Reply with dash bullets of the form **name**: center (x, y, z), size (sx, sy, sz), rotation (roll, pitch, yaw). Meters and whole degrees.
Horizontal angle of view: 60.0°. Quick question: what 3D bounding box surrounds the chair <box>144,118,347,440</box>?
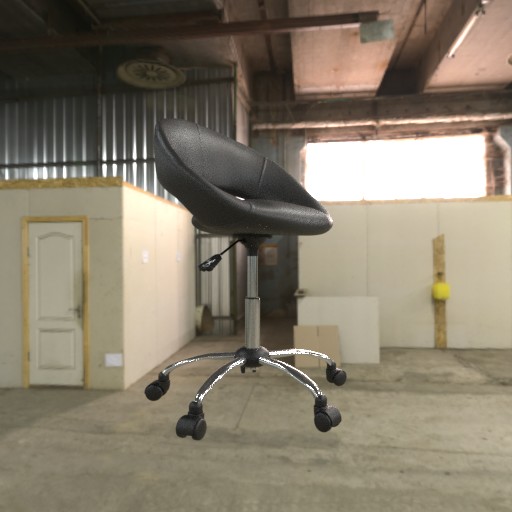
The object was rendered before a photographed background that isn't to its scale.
- **chair**: center (0.000, 0.000, 1.202), size (0.538, 0.791, 0.612), rotation (0, 1, 35)
